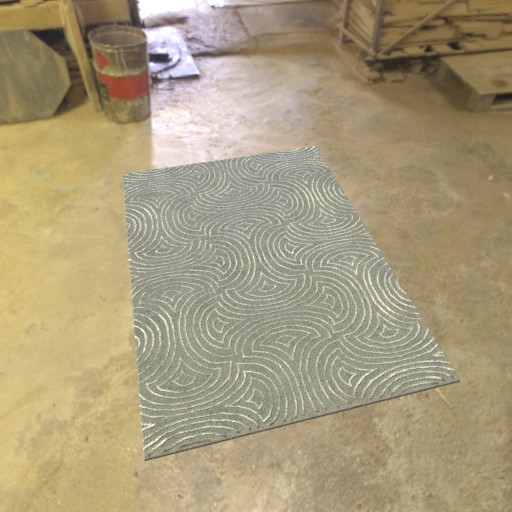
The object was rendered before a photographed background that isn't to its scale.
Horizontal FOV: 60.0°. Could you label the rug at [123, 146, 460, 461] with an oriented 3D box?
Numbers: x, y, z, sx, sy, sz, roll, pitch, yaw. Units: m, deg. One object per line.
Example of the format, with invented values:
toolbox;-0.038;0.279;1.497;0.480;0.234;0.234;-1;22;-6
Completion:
rug;0.000;0.000;2.772;1.543;0.015;2.144;-10;47;-10
